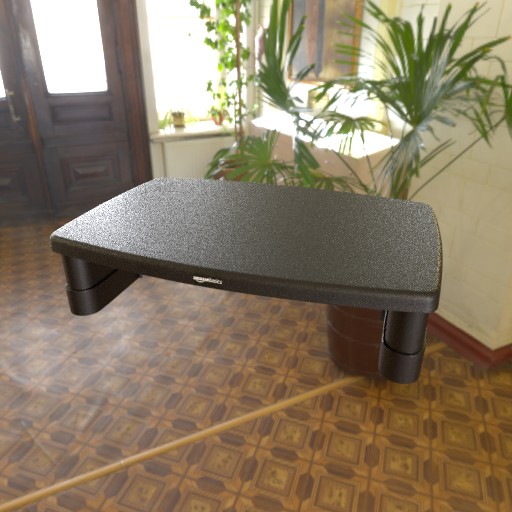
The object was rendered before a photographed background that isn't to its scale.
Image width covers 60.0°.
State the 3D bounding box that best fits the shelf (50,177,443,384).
[{"bbox_3d":[0.000,0.000,0.538,0.410,0.100,0.280,8,27,17],"label":"shelf"}]
